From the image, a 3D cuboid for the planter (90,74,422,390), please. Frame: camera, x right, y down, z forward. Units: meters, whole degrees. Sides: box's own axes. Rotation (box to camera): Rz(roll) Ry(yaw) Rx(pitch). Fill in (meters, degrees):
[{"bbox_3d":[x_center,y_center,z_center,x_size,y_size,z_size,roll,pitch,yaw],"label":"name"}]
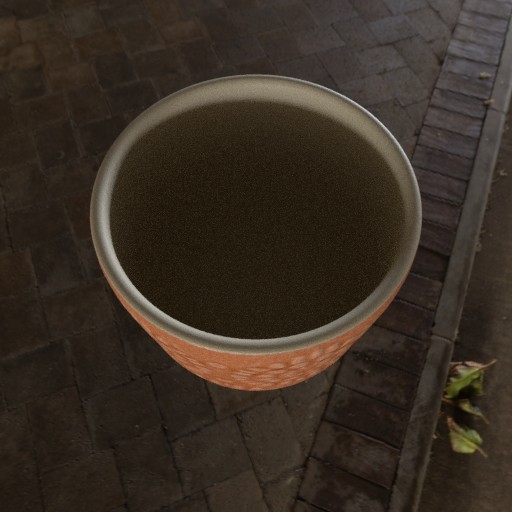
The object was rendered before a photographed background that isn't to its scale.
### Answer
[{"bbox_3d":[0.000,0.000,0.213,0.124,0.109,0.124,0,64,0],"label":"planter"}]
